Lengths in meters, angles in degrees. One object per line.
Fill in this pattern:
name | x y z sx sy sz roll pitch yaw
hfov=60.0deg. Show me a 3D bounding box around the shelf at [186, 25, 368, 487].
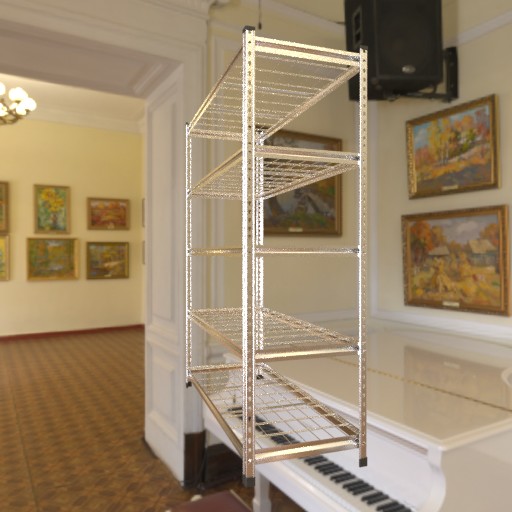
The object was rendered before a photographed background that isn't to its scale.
shelf | 0.000 0.000 2.717 0.610 1.981 1.524 0 0 -19
